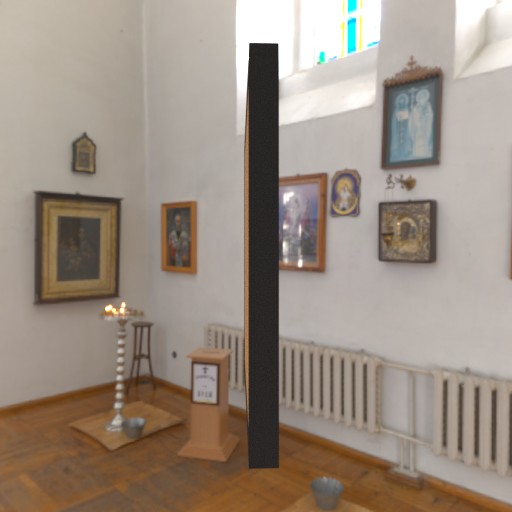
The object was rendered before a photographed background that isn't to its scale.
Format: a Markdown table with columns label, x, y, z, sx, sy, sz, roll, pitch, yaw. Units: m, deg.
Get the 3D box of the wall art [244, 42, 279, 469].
| label | x | y | z | sx | sy | sz | roll | pitch | yaw |
| --- | --- | --- | --- | --- | --- | --- | --- | --- | --- |
| wall art | 0.000 | 0.000 | 0.777 | 0.036 | 0.503 | 0.506 | 0 | 0 | -2 |
